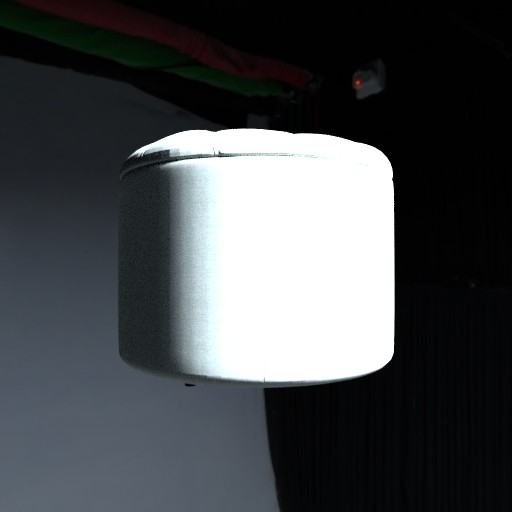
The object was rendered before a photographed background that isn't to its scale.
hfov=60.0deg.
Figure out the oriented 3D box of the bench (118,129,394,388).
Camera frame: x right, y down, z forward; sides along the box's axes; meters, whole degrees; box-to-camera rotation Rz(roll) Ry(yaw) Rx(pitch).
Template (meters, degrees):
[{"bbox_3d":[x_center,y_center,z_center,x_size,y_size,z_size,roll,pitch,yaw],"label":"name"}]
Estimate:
[{"bbox_3d":[0.000,0.000,1.011,0.600,0.453,0.600,0,-1,0],"label":"bench"}]
